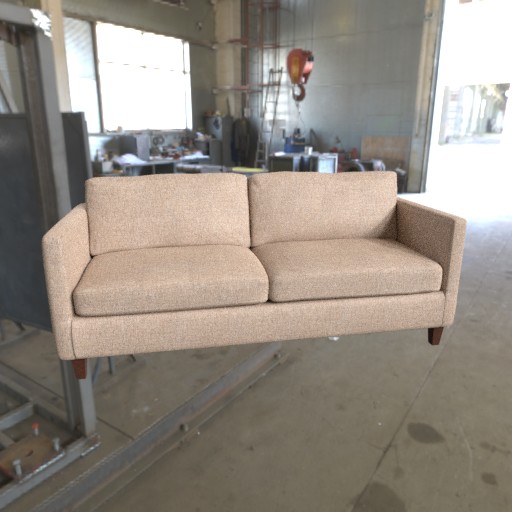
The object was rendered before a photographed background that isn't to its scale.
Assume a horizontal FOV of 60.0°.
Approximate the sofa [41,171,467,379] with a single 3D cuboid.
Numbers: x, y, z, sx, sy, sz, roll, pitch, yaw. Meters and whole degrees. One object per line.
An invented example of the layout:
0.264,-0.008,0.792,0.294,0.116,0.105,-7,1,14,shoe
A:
0.000,0.000,2.715,2.208,0.965,0.951,-3,17,-10,sofa
